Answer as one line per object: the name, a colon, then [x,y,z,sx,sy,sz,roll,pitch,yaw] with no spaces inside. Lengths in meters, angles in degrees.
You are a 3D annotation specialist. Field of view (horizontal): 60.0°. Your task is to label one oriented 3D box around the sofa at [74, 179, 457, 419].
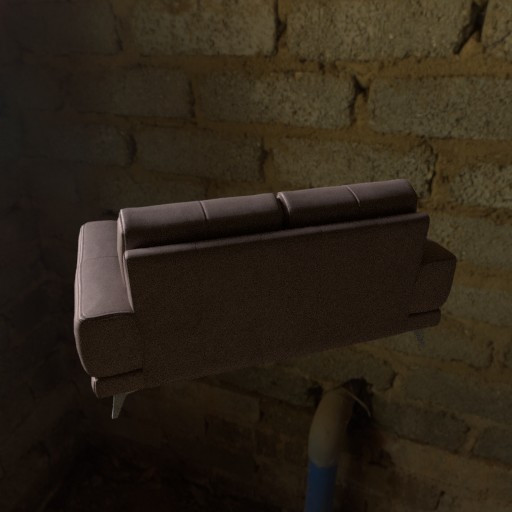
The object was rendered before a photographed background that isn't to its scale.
sofa: [0.000,0.000,2.372,1.806,0.907,1.018,-8,28,-16]
